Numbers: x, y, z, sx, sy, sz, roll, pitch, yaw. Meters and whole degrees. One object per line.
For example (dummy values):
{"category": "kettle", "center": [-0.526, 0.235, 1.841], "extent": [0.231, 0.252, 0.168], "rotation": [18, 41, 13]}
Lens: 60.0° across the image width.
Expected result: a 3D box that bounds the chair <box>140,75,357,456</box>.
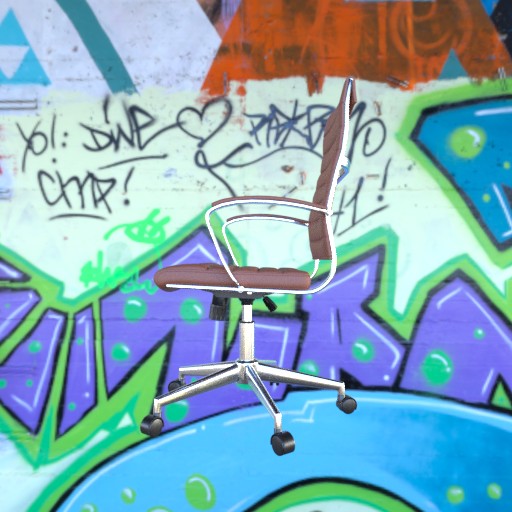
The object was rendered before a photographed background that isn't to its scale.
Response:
{"category": "chair", "center": [0.000, 0.000, 1.632], "extent": [0.739, 1.149, 0.766], "rotation": [0, 0, 1]}
